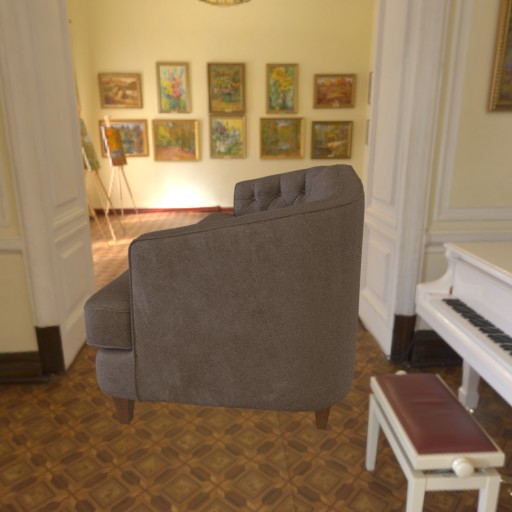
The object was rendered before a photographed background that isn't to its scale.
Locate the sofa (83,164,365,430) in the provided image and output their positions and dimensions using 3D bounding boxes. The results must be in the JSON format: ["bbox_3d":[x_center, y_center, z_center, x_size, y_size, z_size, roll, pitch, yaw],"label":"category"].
[{"bbox_3d":[0.000,0.000,2.208,0.941,0.855,1.733,2,16,9],"label":"sofa"}]
